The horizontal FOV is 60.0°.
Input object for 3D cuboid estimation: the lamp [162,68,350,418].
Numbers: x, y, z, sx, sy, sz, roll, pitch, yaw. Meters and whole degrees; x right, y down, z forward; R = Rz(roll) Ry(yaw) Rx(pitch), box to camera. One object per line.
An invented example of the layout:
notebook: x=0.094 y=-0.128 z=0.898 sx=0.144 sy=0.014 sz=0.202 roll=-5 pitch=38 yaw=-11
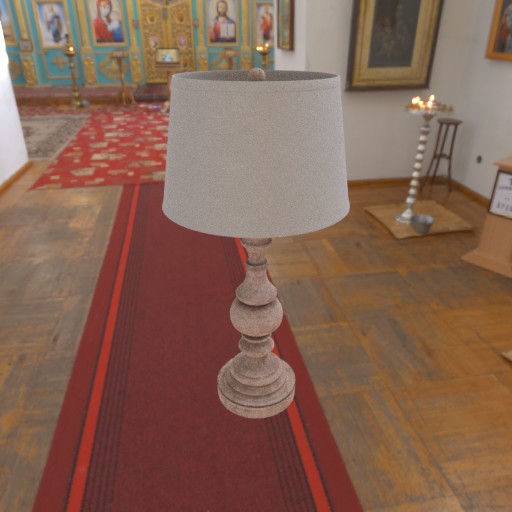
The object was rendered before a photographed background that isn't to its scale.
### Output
lamp: x=0.000 y=0.000 z=0.867 sx=0.340 sy=0.678 sz=0.340 roll=0 pitch=26 yaw=0
